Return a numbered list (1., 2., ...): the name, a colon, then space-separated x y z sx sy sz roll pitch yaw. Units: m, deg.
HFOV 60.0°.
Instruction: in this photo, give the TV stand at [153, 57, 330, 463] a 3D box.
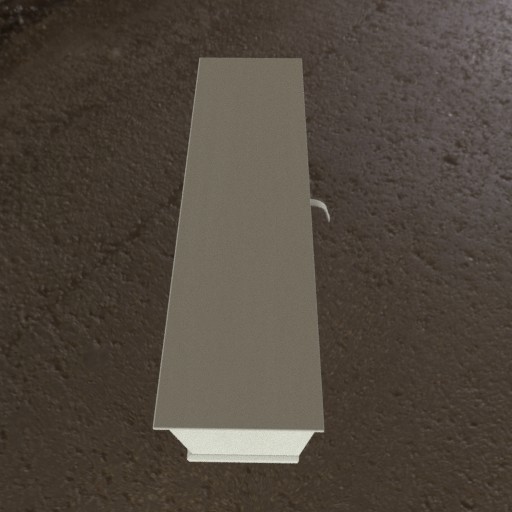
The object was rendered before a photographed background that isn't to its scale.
1. TV stand: 0.000 0.000 1.461 0.424 0.624 1.187 1 59 0
